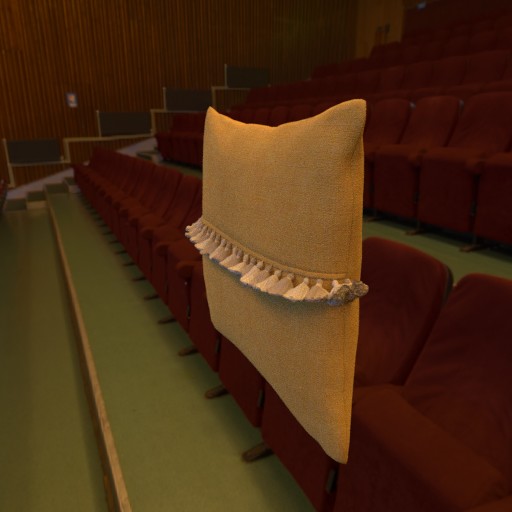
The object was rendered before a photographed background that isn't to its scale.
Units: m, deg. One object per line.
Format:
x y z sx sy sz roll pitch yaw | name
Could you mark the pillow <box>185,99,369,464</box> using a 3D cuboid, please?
0.000 0.000 0.740 0.167 0.481 0.485 -9 19 -25 | pillow
